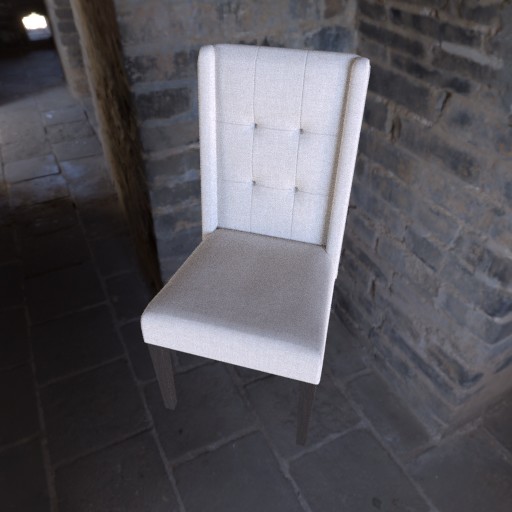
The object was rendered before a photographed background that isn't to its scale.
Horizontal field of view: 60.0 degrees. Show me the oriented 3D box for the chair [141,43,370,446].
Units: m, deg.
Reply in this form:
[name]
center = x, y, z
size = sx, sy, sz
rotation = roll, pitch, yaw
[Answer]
[chair]
center = 0.000, 0.000, 1.231
size = 0.474, 0.961, 0.523
rotation = 11, 40, 13
